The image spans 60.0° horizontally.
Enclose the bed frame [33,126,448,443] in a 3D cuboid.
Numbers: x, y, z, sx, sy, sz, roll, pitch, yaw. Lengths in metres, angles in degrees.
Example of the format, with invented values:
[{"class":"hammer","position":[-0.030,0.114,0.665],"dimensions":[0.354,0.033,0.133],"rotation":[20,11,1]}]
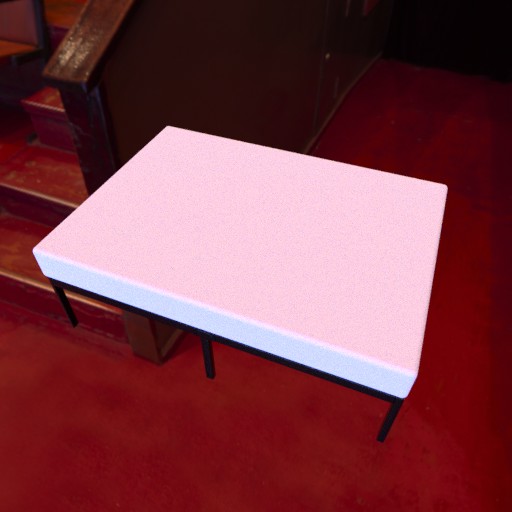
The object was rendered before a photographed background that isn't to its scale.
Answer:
[{"class":"bed frame","position":[0.000,0.000,2.715],"dimensions":[1.956,0.659,1.408],"rotation":[16,47,15]}]
